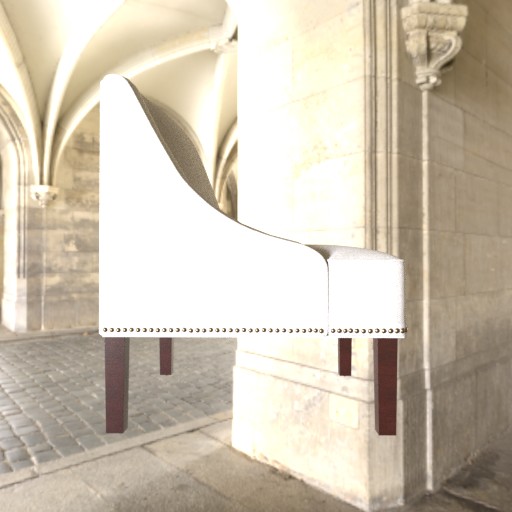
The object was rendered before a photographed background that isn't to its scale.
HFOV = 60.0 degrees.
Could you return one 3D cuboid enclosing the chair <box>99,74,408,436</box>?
[{"bbox_3d":[0.000,0.000,1.358,0.748,0.872,0.628,0,-1,1],"label":"chair"}]
